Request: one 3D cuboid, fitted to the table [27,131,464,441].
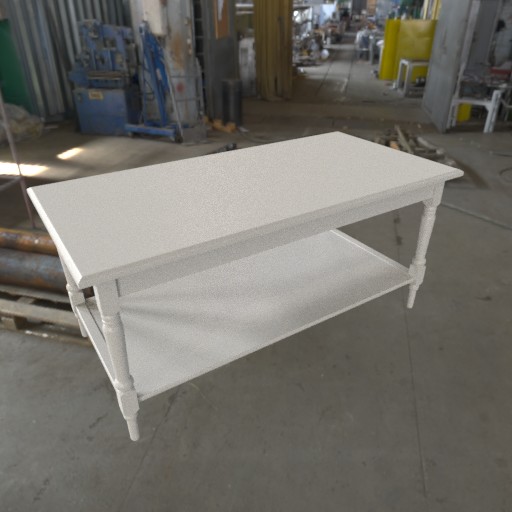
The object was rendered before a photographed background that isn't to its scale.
[{"bbox_3d":[0.000,0.000,1.372,1.109,0.506,0.551,-18,34,-28],"label":"table"}]
